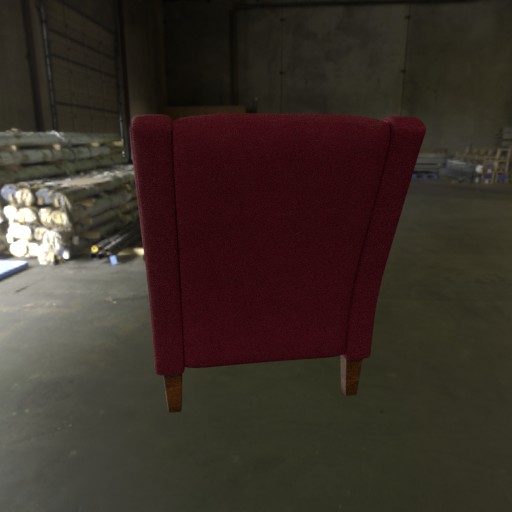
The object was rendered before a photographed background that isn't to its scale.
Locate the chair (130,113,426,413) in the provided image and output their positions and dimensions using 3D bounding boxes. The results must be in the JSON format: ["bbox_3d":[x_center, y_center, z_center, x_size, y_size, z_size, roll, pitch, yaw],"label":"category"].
[{"bbox_3d":[0.000,0.000,1.723,0.793,1.017,0.985,-2,15,-9],"label":"chair"}]
